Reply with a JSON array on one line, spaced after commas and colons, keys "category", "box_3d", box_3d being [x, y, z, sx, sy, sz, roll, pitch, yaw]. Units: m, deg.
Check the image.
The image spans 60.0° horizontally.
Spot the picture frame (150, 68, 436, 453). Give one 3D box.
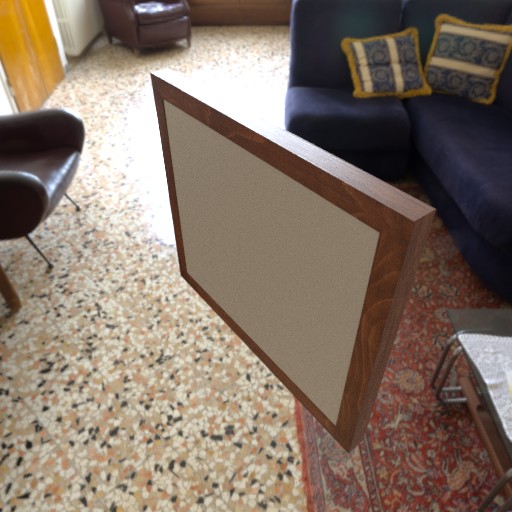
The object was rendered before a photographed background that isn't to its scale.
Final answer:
[{"category": "picture frame", "box_3d": [0.000, 0.000, 0.526, 0.025, 0.330, 0.381, -27, 47, -28]}]
